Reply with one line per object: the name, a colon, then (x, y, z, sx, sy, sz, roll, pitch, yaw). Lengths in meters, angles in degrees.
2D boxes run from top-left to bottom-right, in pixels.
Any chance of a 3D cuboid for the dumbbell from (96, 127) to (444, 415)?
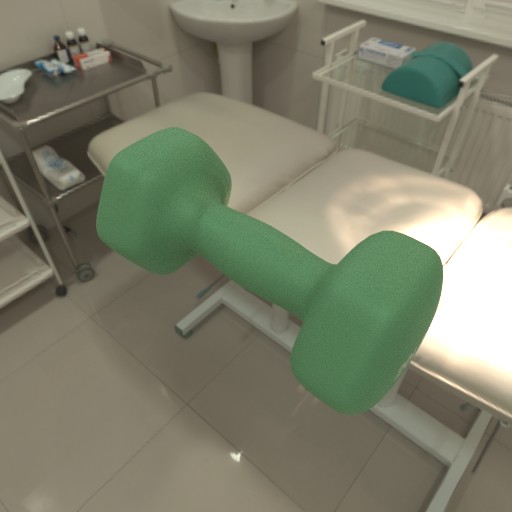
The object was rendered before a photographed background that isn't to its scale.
dumbbell: (0.000, 0.000, 0.336, 0.260, 0.117, 0.129, 31, 53, 27)
